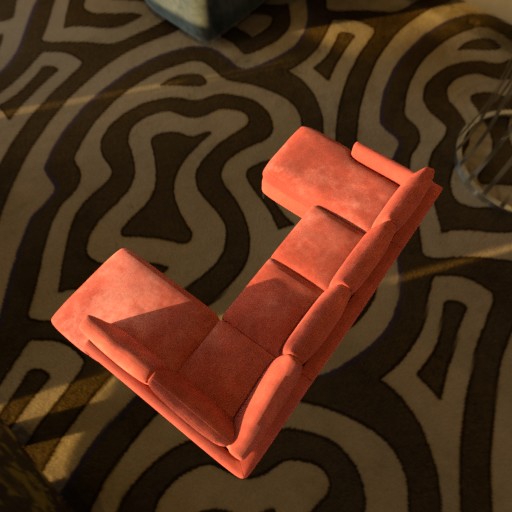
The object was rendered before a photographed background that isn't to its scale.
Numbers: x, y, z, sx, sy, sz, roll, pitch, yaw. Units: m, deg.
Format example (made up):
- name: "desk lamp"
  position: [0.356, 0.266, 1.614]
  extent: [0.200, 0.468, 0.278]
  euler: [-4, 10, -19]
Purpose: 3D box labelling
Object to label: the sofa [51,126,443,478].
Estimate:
- name: "sofa"
  position: [0.000, 0.000, 3.846]
  extent: [1.981, 0.858, 2.971]
  euler: [34, 69, 15]
